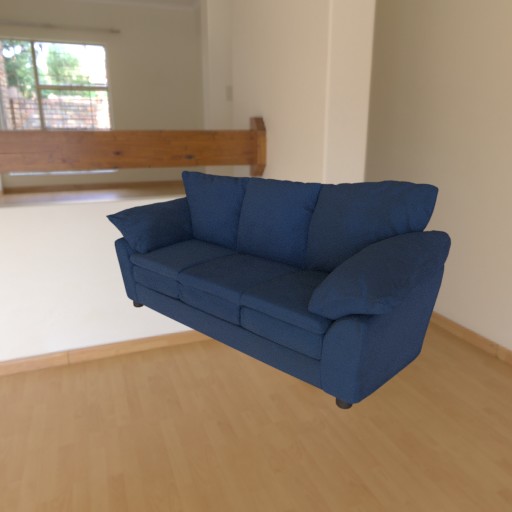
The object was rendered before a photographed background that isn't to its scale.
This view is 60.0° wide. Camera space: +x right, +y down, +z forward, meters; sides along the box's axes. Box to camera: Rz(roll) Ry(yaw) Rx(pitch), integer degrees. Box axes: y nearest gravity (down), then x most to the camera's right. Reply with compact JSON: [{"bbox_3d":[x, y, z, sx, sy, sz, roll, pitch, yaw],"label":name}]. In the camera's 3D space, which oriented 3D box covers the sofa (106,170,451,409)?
[{"bbox_3d":[0.000,0.000,2.979,2.390,1.091,0.907,15,22,42],"label":"sofa"}]
